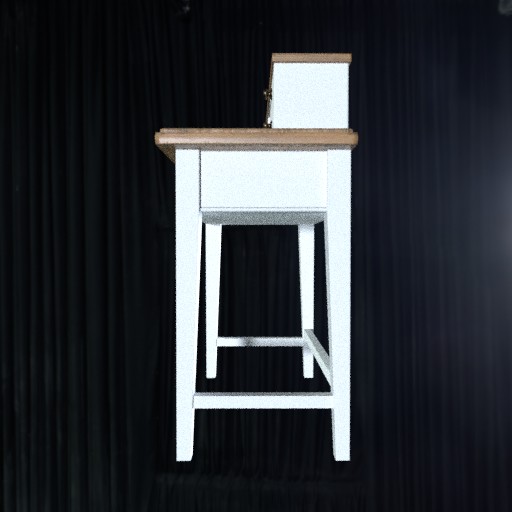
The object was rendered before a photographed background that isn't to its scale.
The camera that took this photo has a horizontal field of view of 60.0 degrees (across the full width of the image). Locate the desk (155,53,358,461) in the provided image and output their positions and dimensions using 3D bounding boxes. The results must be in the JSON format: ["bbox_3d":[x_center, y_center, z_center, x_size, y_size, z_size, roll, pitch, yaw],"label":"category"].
[{"bbox_3d":[0.000,0.000,1.423,0.462,0.981,0.814,0,1,0],"label":"desk"}]
